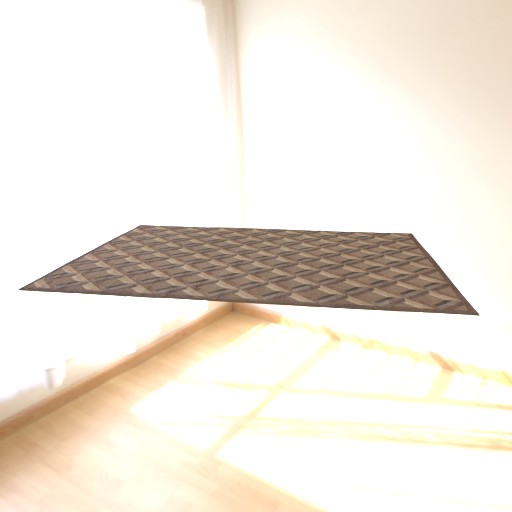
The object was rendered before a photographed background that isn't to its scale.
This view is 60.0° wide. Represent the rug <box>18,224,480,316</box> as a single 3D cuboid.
[{"bbox_3d":[0.000,0.000,2.889,2.260,0.013,1.600,2,16,8],"label":"rug"}]
